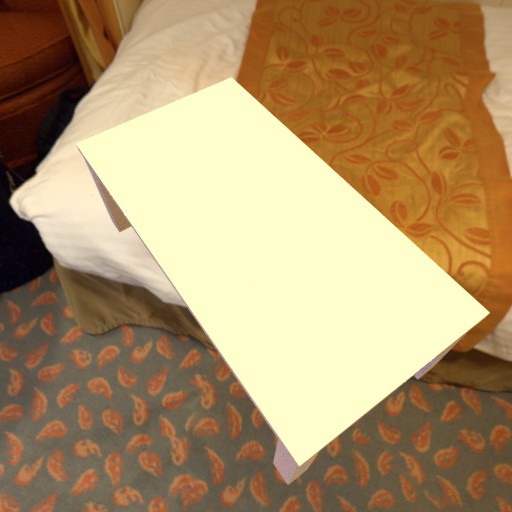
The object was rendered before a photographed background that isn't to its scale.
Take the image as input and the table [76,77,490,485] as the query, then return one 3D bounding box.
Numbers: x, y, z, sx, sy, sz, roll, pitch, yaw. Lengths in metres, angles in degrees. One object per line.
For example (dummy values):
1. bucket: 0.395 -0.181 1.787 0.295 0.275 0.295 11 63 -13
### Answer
1. table: 0.000 0.000 1.667 0.700 0.470 1.350 -31 62 -18
